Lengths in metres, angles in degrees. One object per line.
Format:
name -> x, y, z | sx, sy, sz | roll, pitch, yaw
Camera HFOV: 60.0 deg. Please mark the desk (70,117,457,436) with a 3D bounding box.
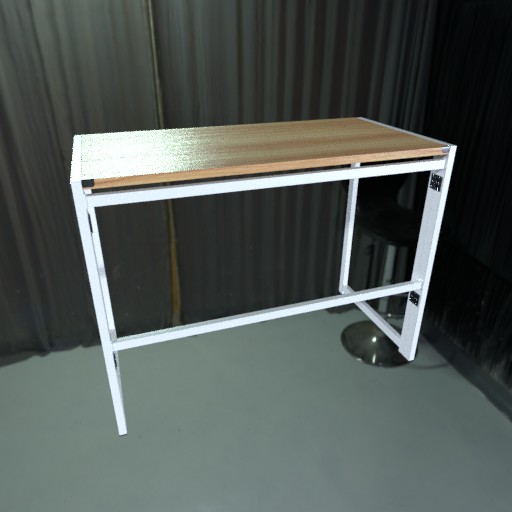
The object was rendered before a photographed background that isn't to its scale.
desk -> 0.000, 0.000, 1.474 | 1.016, 0.762, 0.508 | -9, 28, -17
